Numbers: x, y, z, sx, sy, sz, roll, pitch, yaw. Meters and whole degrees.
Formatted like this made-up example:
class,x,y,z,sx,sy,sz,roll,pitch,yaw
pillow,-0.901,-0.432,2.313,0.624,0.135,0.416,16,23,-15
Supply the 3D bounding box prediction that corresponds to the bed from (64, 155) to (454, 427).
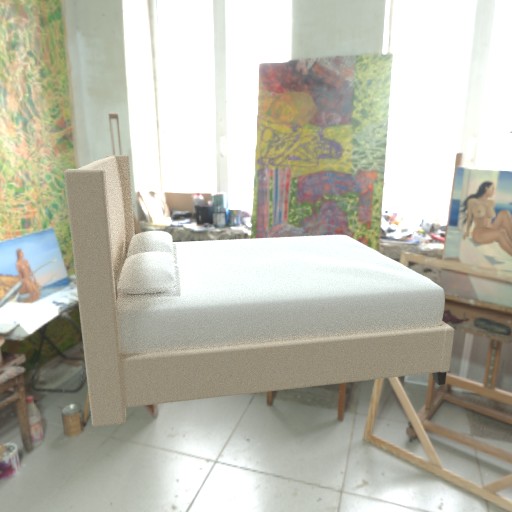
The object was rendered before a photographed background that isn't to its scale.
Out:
class,x,y,z,sx,sy,sz,roll,pitch,yaw
bed,0.000,0.000,3.429,2.293,1.471,1.778,-3,15,-11
